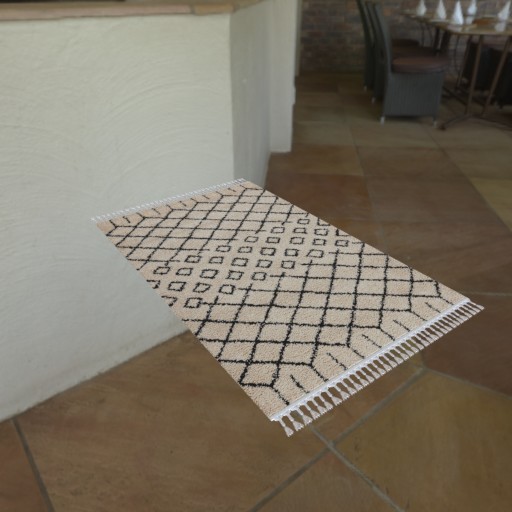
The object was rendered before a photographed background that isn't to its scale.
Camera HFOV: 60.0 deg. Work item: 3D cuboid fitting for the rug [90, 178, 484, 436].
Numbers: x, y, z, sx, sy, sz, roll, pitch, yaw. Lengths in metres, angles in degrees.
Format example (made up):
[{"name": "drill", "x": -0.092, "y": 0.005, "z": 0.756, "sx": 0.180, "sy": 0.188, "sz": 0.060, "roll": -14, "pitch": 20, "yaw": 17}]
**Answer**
[{"name": "rug", "x": 0.000, "y": 0.000, "z": 2.468, "sx": 1.196, "sy": 0.008, "sz": 2.006, "roll": -21, "pitch": 37, "yaw": -30}]
